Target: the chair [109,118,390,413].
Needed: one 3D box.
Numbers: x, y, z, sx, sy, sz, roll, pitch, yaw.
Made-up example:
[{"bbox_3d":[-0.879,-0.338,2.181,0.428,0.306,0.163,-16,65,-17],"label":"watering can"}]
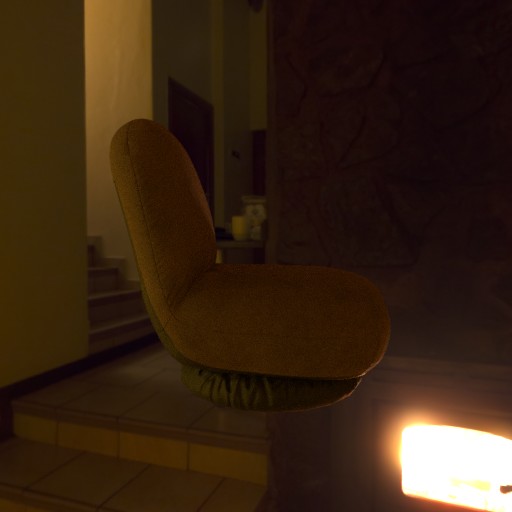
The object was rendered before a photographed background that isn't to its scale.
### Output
[{"bbox_3d":[0.000,0.000,1.042,0.597,0.594,0.521,0,2,0],"label":"chair"}]
